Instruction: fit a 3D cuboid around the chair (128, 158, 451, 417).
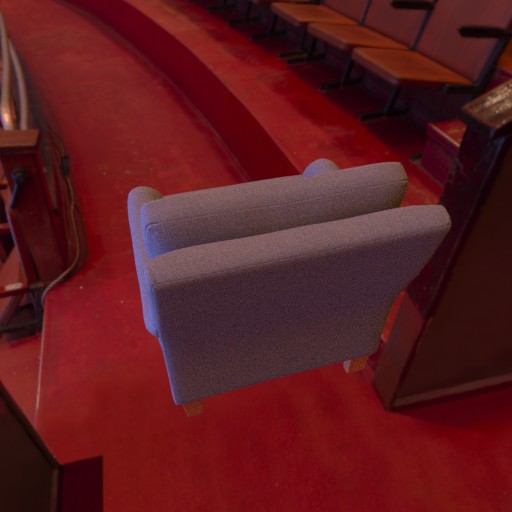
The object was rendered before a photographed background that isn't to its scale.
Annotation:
[{"bbox_3d":[0.000,0.000,1.848,0.955,1.038,1.070,-11,42,-13],"label":"chair"}]
